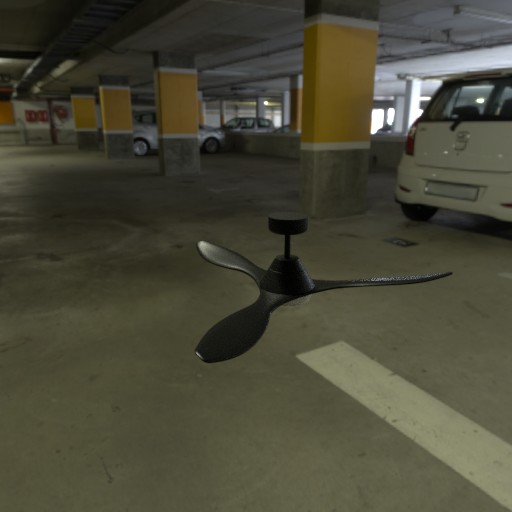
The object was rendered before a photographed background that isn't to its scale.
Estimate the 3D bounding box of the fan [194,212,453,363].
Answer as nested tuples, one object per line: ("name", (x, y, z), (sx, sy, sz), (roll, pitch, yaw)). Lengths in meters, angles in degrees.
("fan", (0.000, 0.000, 1.611), (1.067, 0.305, 1.067), (14, 22, 40))
